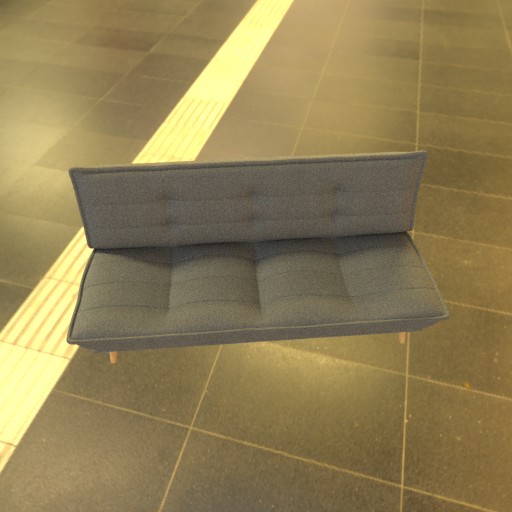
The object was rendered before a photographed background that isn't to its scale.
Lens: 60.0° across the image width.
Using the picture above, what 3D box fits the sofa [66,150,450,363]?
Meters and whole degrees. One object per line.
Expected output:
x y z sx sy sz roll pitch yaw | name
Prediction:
0.000 0.000 2.495 1.940 0.890 0.950 -3 47 -3 | sofa
